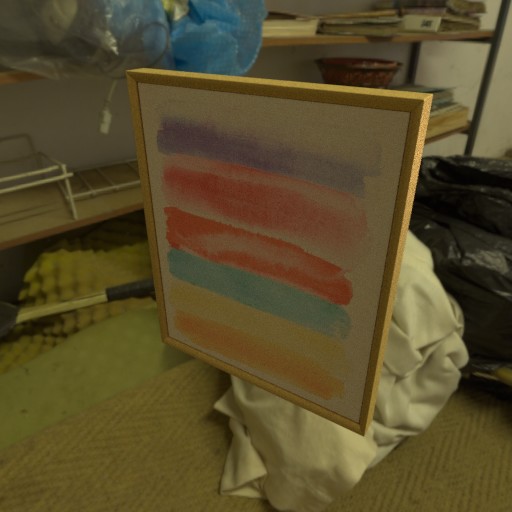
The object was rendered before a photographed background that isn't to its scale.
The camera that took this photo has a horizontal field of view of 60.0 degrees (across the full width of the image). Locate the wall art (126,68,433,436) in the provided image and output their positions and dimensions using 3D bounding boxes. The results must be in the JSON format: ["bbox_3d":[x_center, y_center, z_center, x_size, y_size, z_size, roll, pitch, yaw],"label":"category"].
[{"bbox_3d":[0.000,0.000,0.864,0.537,0.642,0.048,17,34,28],"label":"wall art"}]
